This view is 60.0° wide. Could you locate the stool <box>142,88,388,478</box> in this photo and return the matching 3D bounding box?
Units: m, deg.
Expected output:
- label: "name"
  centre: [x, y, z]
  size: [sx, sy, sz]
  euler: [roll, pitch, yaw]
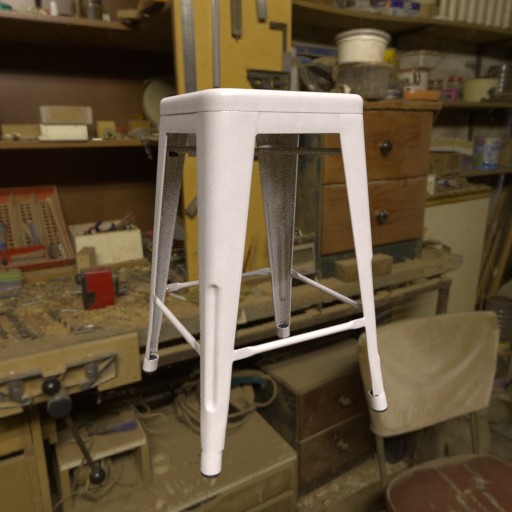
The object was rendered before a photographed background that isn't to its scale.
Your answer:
- label: "stool"
  centre: [0.000, 0.000, 0.898]
  size: [0.406, 0.610, 0.406]
  euler: [-8, 18, -27]
